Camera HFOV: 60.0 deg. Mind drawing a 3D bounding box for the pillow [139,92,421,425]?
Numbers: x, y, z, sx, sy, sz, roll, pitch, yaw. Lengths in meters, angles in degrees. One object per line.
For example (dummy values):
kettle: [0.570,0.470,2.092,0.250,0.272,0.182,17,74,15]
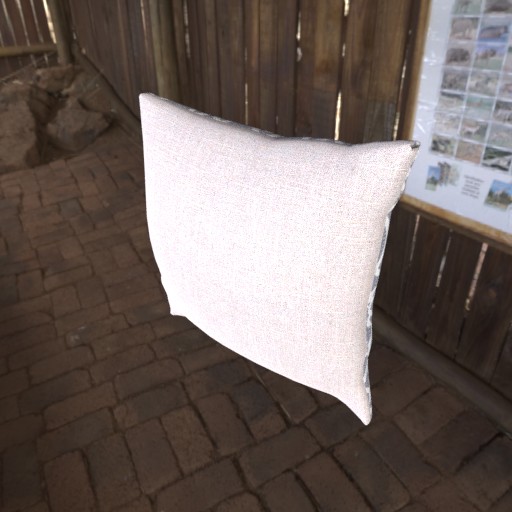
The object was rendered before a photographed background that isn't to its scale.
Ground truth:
pillow: [0.000,0.000,0.787,0.508,0.498,0.215,21,37,32]
